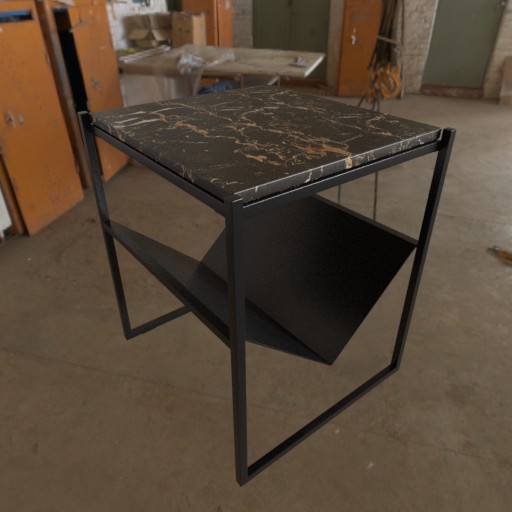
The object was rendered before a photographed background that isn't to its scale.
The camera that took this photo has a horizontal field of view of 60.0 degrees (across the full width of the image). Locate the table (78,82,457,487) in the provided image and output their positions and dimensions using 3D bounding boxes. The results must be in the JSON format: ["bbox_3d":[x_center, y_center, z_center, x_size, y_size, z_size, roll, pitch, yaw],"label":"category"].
[{"bbox_3d":[0.000,0.000,0.877,0.432,0.534,0.469,-23,38,-32],"label":"table"}]
